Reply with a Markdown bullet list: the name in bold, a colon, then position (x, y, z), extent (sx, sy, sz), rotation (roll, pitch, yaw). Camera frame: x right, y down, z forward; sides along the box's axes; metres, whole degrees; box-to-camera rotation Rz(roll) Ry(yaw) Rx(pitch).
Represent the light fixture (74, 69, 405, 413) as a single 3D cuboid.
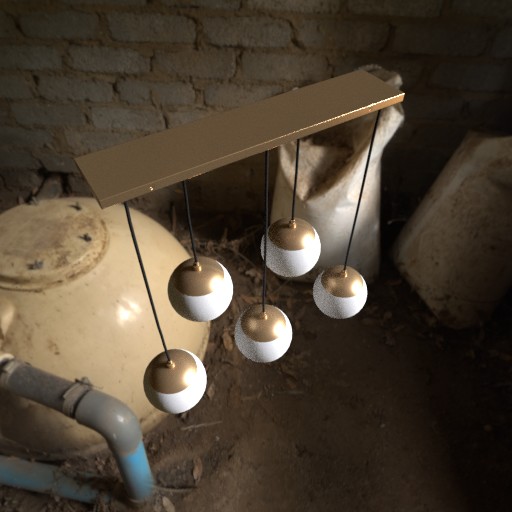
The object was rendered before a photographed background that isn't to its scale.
- **light fixture**: position (0.000, 0.000, 1.301), extent (0.863, 0.869, 0.299), rotation (-25, 52, -21)
